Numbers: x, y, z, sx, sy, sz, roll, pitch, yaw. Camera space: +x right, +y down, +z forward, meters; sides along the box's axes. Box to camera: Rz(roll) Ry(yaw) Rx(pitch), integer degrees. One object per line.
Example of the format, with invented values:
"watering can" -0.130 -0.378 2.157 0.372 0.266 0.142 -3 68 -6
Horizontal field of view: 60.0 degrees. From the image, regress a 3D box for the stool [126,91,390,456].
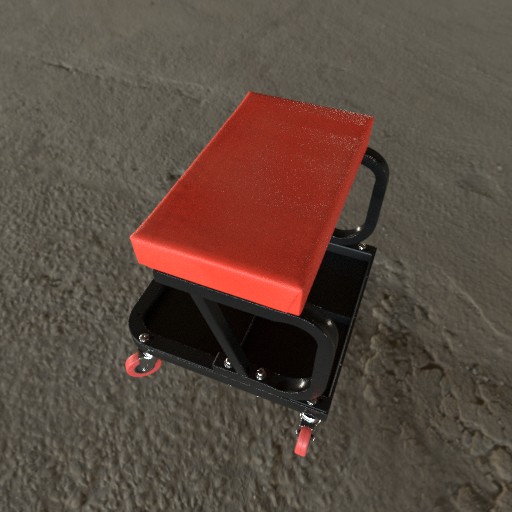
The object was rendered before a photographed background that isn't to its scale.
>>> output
"stool" 0.000 0.000 0.743 0.371 0.380 0.446 17 50 14
